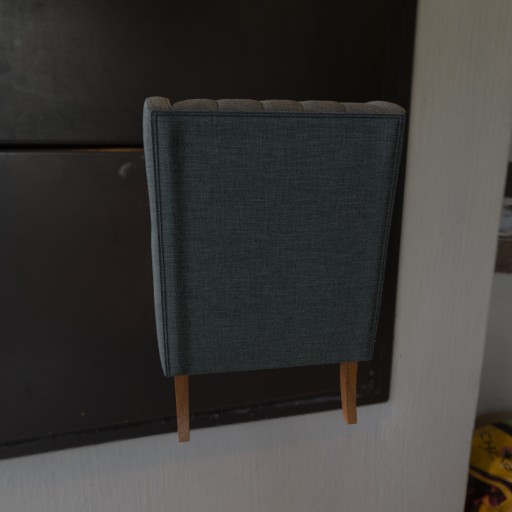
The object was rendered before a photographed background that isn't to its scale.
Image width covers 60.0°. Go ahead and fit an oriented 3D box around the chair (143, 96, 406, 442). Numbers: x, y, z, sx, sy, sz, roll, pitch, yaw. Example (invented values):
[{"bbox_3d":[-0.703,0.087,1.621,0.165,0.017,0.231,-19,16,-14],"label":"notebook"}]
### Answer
[{"bbox_3d":[0.000,0.000,1.492,0.711,0.953,0.775,-2,13,-9],"label":"chair"}]
